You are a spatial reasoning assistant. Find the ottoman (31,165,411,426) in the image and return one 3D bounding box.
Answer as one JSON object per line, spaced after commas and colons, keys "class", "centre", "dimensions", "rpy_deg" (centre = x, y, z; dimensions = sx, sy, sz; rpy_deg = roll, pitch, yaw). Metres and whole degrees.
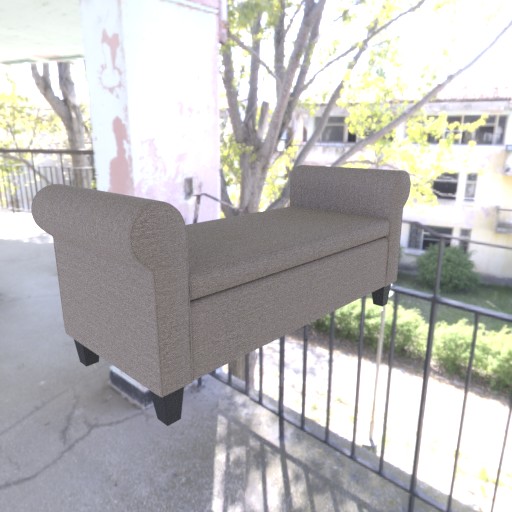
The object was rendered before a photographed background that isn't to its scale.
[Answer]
{"class": "ottoman", "centre": [0.000, 0.000, 1.536], "dimensions": [0.521, 0.547, 1.256], "rpy_deg": [14, 21, 42]}
